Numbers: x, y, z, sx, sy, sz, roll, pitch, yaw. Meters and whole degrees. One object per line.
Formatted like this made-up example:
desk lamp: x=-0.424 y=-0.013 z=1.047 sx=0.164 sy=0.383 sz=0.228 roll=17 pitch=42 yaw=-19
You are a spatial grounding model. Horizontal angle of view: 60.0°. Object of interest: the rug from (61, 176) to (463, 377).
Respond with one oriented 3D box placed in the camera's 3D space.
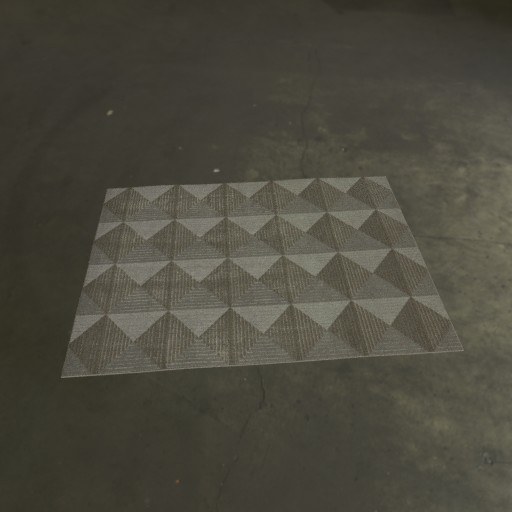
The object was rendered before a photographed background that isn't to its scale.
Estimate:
rug: x=0.000 y=0.000 z=4.475 sx=3.333 sy=0.027 sz=2.428 roll=-3 pitch=47 yaw=-3
